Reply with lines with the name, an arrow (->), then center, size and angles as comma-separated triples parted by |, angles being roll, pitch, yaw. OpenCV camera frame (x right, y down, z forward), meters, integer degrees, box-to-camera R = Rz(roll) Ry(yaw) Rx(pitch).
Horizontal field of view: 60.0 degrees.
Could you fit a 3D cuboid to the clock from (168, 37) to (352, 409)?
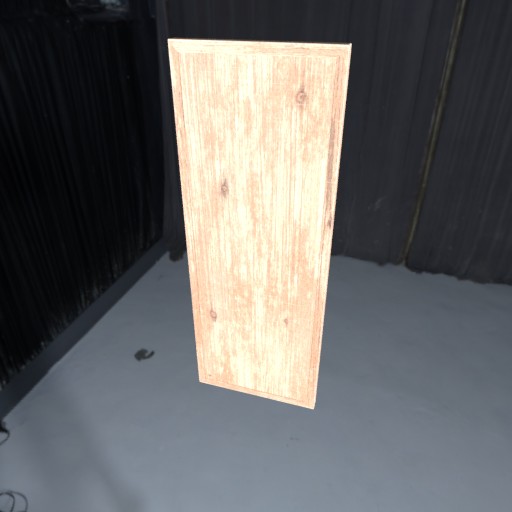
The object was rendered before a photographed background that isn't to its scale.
clock -> 0.000, 0.000, 1.101 | 0.361, 0.965, 0.030 | 9, 32, 15
